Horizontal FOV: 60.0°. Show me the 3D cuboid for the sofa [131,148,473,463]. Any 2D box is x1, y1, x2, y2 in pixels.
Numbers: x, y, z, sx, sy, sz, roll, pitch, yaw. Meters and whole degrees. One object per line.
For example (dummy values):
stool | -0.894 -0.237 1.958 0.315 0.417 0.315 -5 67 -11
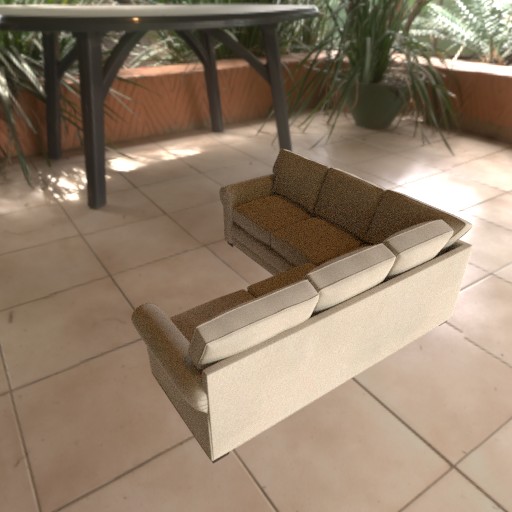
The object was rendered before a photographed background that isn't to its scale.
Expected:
sofa | 0.000 0.000 3.958 2.569 1.054 2.487 -20 37 -29
